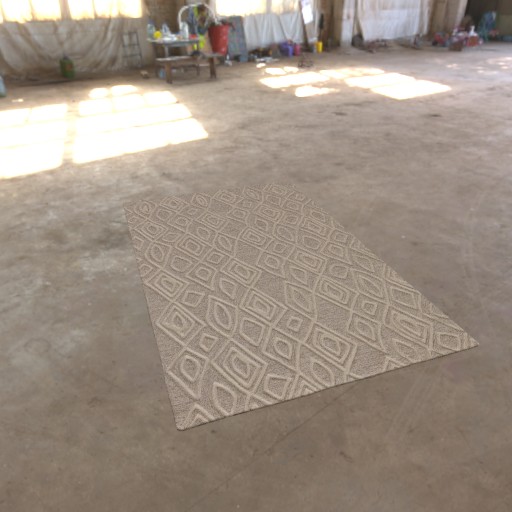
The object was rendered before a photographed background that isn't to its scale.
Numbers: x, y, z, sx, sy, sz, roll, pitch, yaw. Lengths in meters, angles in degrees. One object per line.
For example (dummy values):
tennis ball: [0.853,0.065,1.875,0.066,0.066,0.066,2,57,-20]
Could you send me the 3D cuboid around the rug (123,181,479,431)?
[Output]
rug: [0.000,0.000,3.001,1.546,0.010,2.442,-10,32,-17]
